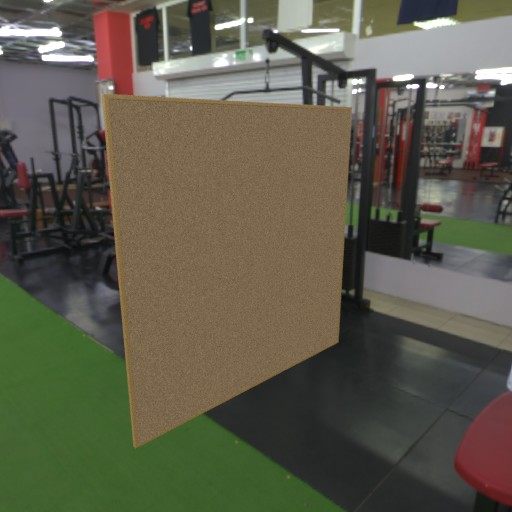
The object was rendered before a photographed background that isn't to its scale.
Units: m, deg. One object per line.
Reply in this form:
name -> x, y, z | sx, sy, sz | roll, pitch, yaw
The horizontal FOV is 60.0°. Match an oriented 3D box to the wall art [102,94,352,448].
wall art -> 0.000, 0.000, 1.462 | 0.962, 0.959, 0.013 | -15, 22, -41
